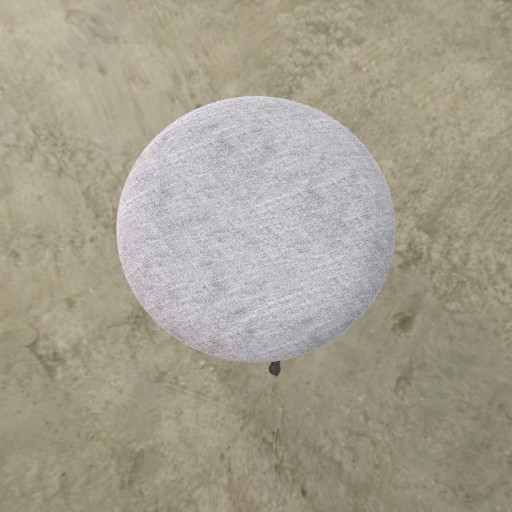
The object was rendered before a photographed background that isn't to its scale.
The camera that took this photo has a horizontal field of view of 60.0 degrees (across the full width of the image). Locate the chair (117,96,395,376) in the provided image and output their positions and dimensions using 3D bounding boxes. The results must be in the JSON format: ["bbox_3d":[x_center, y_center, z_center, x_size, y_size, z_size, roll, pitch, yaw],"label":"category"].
[{"bbox_3d":[0.000,0.000,0.648,0.350,0.386,0.350,-11,76,-3],"label":"chair"}]
